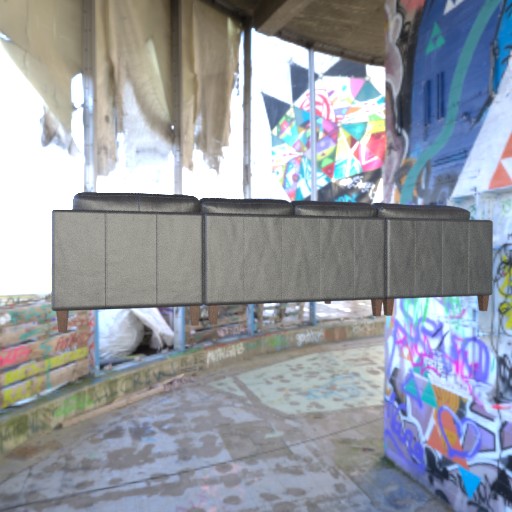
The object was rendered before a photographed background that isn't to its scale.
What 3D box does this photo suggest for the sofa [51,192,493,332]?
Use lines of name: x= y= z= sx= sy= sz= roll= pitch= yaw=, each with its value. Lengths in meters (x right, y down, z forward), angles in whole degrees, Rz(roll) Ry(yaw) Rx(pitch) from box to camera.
sofa: x=0.000 y=0.000 z=4.304 sx=3.324 sy=0.891 sz=2.452 roll=0 pitch=1 yaw=-17
